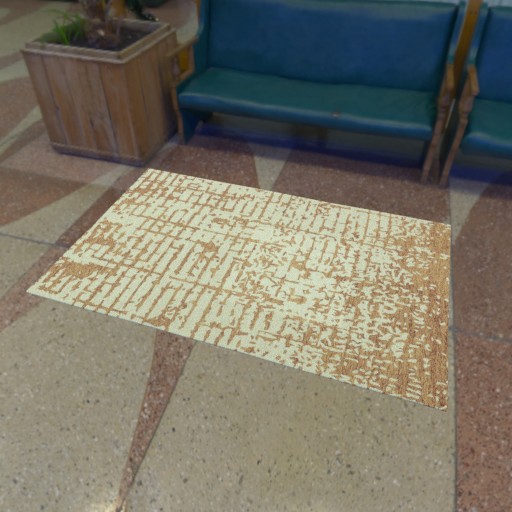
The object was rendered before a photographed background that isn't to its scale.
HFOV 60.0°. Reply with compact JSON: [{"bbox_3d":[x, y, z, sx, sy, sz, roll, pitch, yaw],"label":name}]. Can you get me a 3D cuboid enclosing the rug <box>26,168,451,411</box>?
[{"bbox_3d":[0.000,0.000,2.930,2.435,0.011,1.517,13,44,14],"label":"rug"}]
